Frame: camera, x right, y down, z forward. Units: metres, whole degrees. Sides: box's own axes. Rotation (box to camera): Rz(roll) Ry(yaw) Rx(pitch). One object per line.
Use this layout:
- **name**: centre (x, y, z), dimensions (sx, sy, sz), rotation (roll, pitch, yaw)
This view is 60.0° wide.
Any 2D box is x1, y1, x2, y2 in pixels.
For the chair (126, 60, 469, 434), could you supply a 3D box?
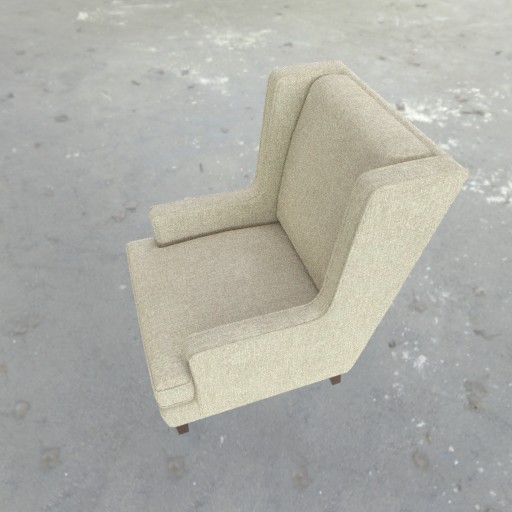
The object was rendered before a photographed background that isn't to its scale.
- **chair**: centre (0.000, 0.000, 1.682), dimensions (0.948, 1.082, 0.764), rotation (-14, 47, -13)
